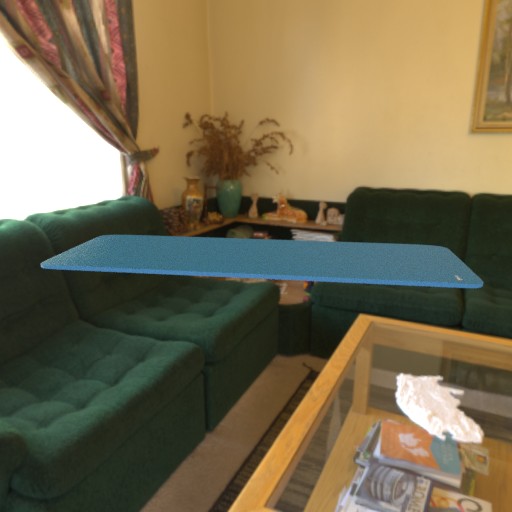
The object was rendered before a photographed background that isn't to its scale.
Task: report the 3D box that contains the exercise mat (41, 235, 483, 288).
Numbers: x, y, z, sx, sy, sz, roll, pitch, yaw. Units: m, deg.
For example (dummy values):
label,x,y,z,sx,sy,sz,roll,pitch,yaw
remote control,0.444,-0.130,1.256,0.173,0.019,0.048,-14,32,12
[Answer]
label,x,y,z,sx,sy,sz,roll,pitch,yaw
exercise mat,0.000,0.000,2.095,1.869,0.021,0.616,2,15,8
